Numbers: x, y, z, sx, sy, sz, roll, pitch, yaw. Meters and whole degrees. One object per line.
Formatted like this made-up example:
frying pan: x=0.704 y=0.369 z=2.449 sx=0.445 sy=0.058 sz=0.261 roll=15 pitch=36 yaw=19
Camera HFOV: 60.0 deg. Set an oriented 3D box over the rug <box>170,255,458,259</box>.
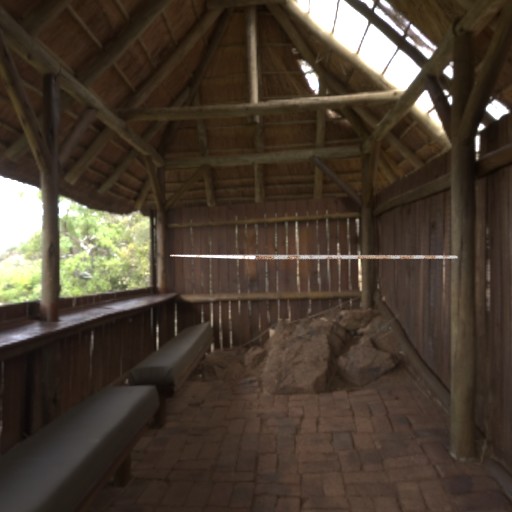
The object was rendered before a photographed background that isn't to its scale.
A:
rug: x=0.000 y=0.000 z=2.612 sx=0.750 sy=0.011 sz=2.435 roll=0 pitch=0 yaw=-17
